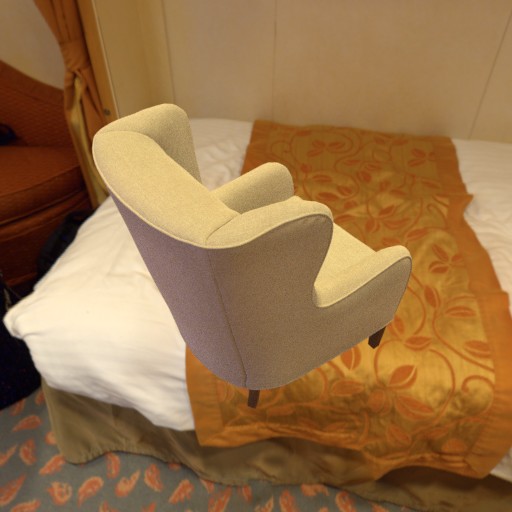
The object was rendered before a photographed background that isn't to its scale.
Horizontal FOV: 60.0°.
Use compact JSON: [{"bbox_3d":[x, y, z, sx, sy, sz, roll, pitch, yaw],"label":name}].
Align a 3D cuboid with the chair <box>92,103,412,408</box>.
[{"bbox_3d":[0.000,0.000,1.749,0.966,1.040,0.838,-26,48,-26],"label":"chair"}]
